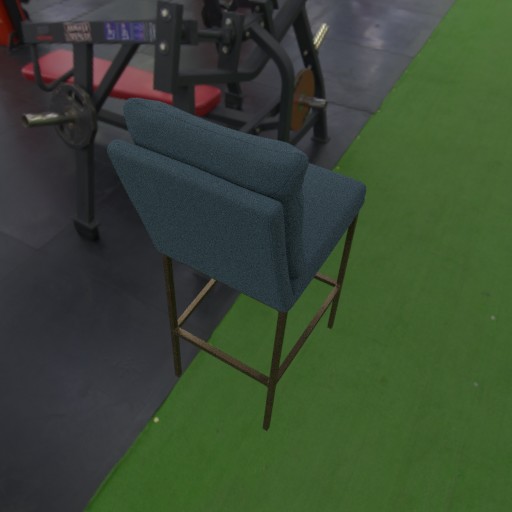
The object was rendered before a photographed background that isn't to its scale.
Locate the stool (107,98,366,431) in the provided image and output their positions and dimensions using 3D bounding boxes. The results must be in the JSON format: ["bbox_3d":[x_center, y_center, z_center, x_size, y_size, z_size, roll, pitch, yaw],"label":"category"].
[{"bbox_3d":[0.000,0.000,1.402,0.463,1.124,0.568,24,52,21],"label":"stool"}]
